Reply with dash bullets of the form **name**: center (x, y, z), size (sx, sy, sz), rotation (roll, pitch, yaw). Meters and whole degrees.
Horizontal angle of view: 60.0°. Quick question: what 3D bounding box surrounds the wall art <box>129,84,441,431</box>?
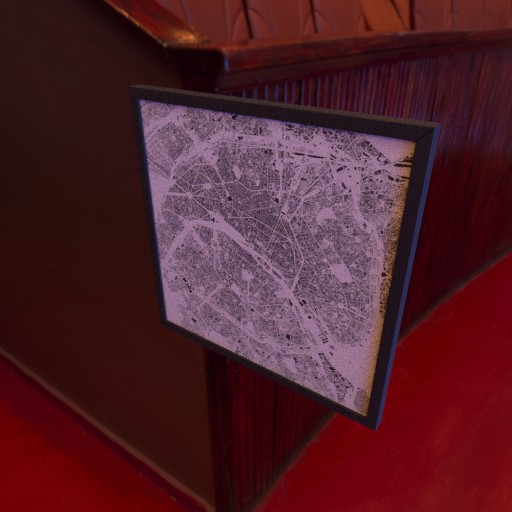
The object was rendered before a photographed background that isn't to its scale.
- **wall art**: center (0.000, 0.000, 1.138), size (0.763, 0.763, 0.037), rotation (19, 35, 30)
